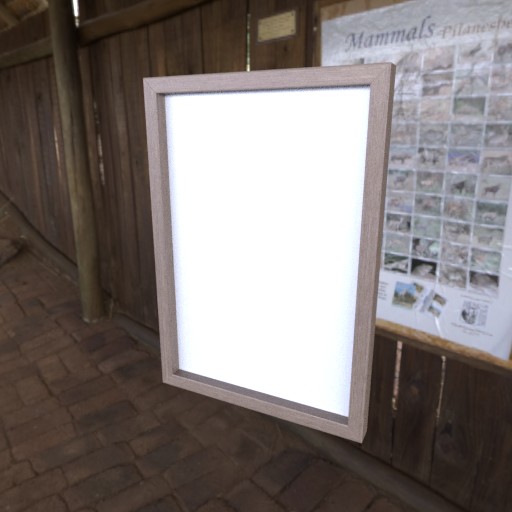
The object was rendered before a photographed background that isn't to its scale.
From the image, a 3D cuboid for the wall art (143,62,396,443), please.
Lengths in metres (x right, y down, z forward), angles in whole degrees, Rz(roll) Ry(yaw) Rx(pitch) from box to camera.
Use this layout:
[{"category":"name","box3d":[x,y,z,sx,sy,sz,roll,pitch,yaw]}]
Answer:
[{"category":"wall art","box3d":[0.000,0.000,0.662,0.358,0.510,0.032,8,18,26]}]
